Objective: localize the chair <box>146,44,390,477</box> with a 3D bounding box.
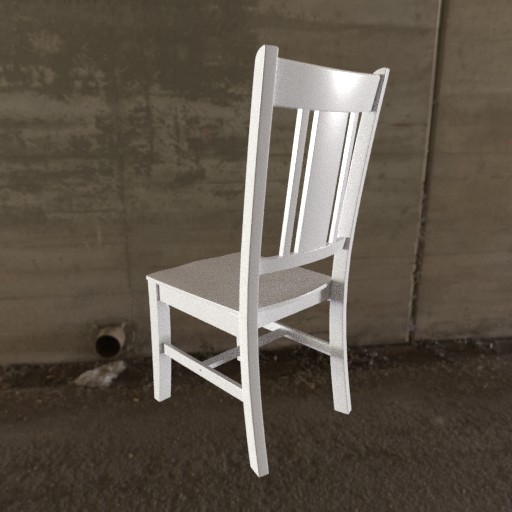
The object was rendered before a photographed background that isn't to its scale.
[{"bbox_3d":[0.000,0.000,1.277,0.450,0.998,0.555,-15,21,-42],"label":"chair"}]
